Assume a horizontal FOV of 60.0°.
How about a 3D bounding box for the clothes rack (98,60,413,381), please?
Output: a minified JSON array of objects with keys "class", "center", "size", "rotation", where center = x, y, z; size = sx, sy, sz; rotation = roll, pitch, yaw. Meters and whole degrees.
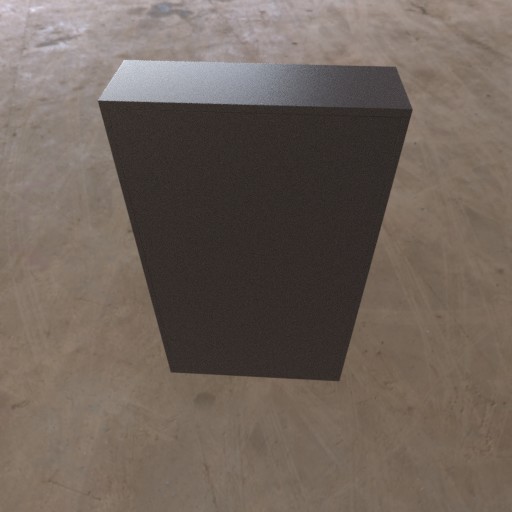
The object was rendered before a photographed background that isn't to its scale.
[{"class":"clothes rack","center":[0.000,0.000,1.597],"size":[0.750,1.280,0.250],"rotation":[2,46,2]}]
